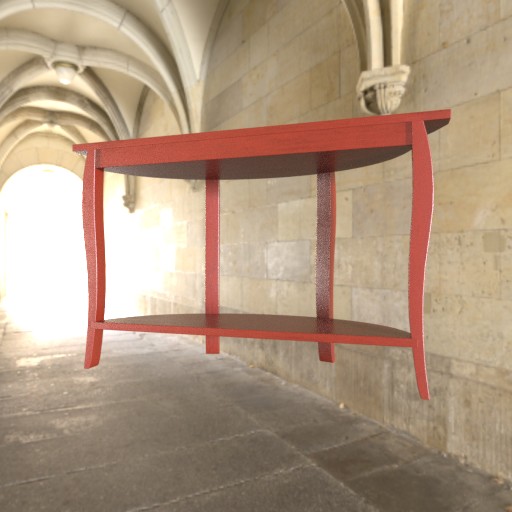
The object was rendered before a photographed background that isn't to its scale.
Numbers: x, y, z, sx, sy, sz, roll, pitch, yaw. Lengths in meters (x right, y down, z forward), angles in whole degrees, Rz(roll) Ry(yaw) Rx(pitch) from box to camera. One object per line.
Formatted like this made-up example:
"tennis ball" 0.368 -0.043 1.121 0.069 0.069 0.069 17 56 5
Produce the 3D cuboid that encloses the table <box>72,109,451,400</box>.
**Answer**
"table" 0.000 0.000 1.555 1.219 0.779 0.405 0 0 18
